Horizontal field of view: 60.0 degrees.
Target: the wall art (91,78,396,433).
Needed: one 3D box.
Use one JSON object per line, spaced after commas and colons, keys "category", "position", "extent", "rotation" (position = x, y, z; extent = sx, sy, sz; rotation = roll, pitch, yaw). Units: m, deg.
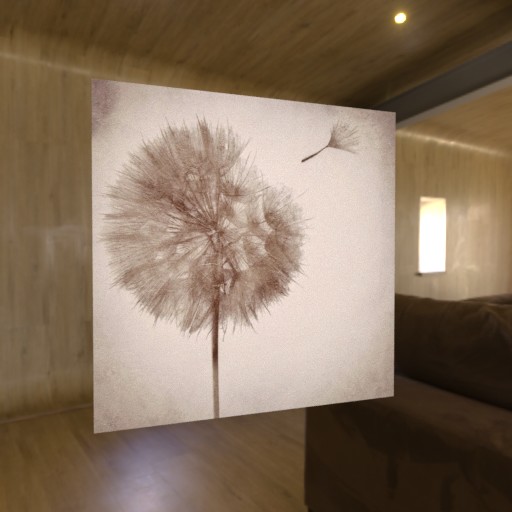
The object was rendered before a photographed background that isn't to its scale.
{"category": "wall art", "position": [0.000, 0.000, 0.439], "extent": [0.303, 0.303, 0.028], "rotation": [0, 1, -18]}
